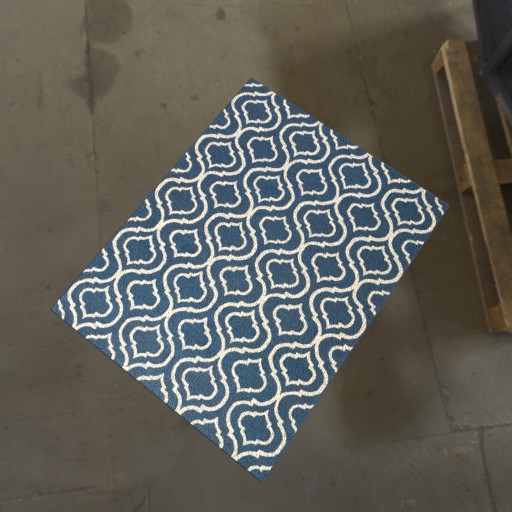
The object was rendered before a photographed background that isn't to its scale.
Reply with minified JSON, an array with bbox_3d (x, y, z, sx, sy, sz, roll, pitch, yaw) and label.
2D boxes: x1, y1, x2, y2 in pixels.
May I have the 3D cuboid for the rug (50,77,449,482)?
[{"bbox_3d":[0.000,0.000,3.931,2.270,0.020,2.881,36,78,9],"label":"rug"}]
